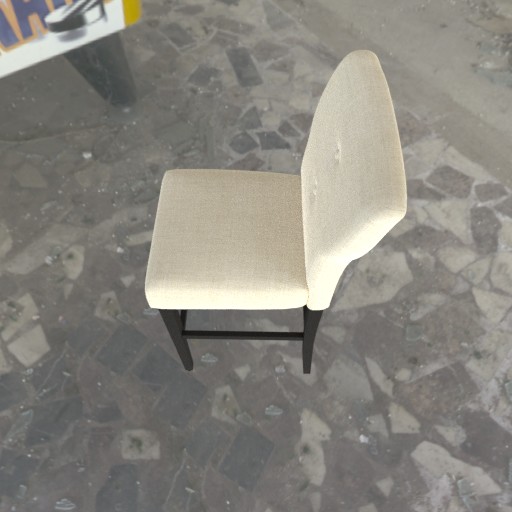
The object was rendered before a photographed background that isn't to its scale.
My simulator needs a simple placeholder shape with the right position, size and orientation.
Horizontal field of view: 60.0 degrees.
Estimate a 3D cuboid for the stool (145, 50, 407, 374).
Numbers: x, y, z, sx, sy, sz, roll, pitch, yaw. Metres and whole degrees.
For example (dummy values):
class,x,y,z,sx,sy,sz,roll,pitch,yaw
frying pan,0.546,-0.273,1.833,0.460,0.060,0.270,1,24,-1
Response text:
class,x,y,z,sx,sy,sz,roll,pitch,yaw
stool,0.000,0.000,1.416,0.603,1.124,0.516,1,58,1
